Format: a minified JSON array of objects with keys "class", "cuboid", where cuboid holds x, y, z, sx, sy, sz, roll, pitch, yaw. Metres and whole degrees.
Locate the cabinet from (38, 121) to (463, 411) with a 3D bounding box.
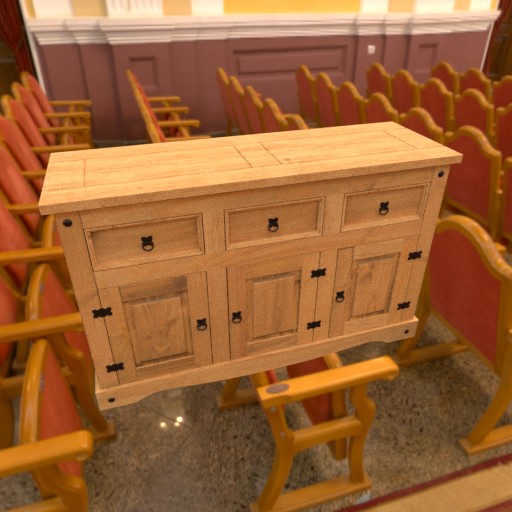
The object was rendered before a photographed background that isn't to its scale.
[{"class":"cabinet","cuboid":[0.000,0.000,1.708,1.321,0.810,0.432,-9,33,-15]}]
